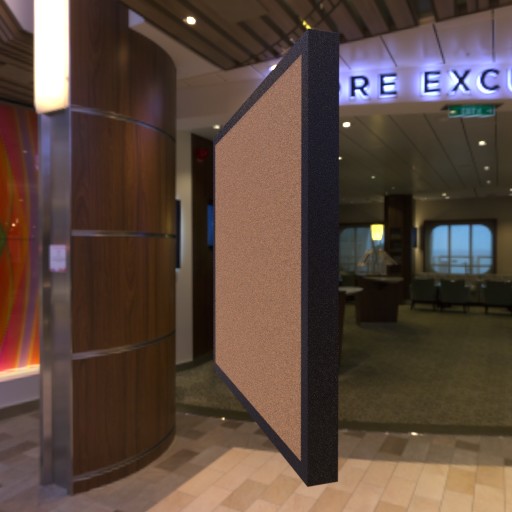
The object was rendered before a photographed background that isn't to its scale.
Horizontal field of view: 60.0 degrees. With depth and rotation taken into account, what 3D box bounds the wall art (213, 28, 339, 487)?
[{"bbox_3d":[0.000,0.000,0.738,0.038,0.508,0.508,0,1,-17],"label":"wall art"}]
